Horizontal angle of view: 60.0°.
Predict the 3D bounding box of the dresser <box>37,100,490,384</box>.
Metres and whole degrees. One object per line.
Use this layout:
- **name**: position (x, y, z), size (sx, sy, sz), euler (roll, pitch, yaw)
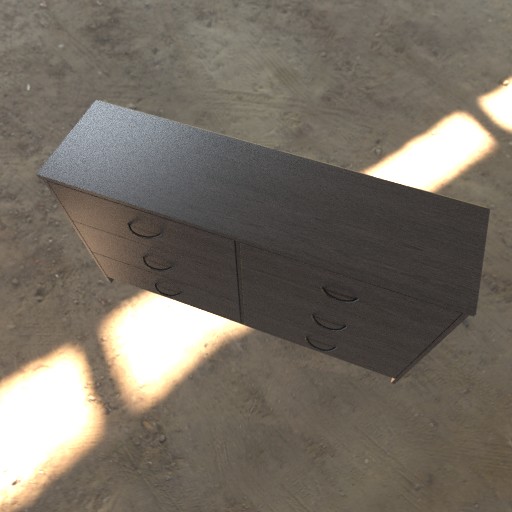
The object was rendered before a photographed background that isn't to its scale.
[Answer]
- **dresser**: position (0.000, 0.000, 1.689), size (1.360, 0.755, 0.401), euler (18, 62, 10)
